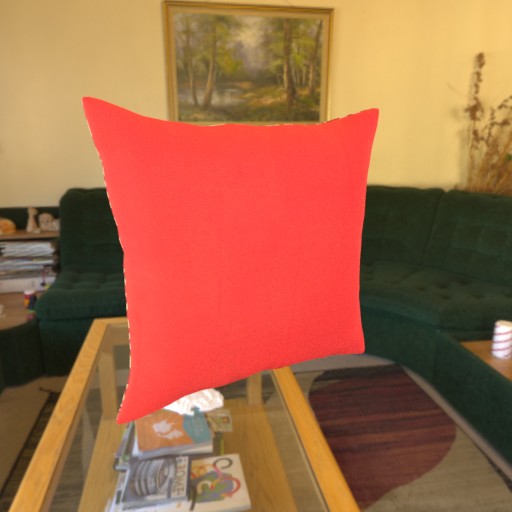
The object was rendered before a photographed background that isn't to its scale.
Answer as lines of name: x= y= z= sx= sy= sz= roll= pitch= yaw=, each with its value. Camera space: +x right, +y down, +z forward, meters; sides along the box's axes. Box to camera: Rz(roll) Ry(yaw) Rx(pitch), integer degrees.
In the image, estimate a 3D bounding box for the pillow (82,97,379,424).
pillow: x=0.000 y=0.000 z=0.773 sx=0.522 sy=0.507 sz=0.192 roll=-8 pitch=17 yaw=-26
